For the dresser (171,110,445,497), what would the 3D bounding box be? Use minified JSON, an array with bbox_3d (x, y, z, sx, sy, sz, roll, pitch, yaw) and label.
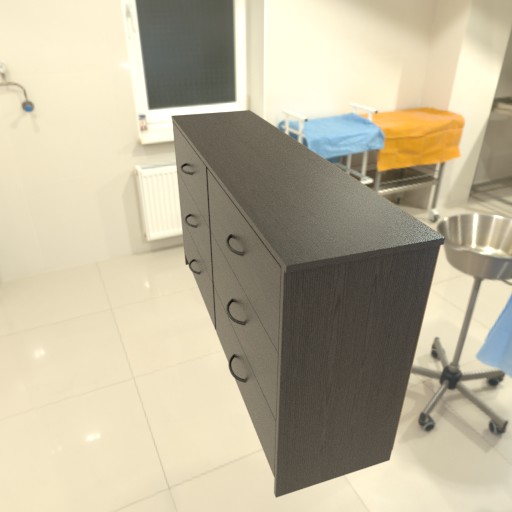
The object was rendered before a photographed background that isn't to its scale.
[{"bbox_3d":[0.000,0.000,1.636,0.401,0.755,1.360,-9,31,-16],"label":"dresser"}]
